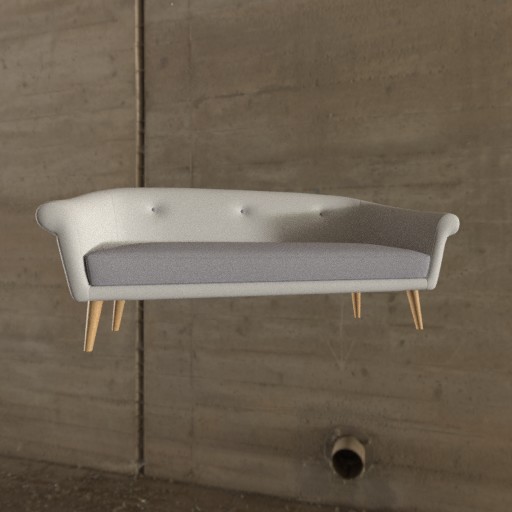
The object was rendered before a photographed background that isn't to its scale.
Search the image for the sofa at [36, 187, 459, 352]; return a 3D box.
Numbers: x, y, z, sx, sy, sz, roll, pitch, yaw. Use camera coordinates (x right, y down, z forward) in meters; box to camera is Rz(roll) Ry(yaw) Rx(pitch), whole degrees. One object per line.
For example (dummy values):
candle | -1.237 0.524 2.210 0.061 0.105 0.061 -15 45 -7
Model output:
sofa | 0.000 0.000 2.524 2.160 0.795 0.827 0 1 -18
